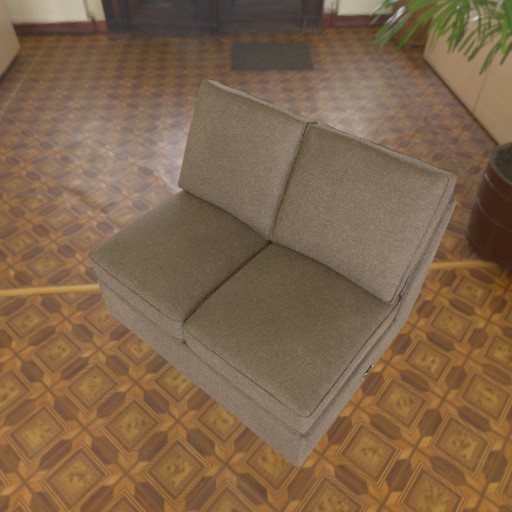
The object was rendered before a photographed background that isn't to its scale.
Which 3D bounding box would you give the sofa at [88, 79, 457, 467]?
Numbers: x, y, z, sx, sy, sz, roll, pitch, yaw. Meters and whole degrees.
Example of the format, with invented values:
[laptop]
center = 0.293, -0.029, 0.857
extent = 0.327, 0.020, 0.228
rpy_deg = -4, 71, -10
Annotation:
[sofa]
center = 0.000, 0.000, 1.944
extent = 1.237, 1.008, 0.951
rpy_deg = 31, 53, 26
